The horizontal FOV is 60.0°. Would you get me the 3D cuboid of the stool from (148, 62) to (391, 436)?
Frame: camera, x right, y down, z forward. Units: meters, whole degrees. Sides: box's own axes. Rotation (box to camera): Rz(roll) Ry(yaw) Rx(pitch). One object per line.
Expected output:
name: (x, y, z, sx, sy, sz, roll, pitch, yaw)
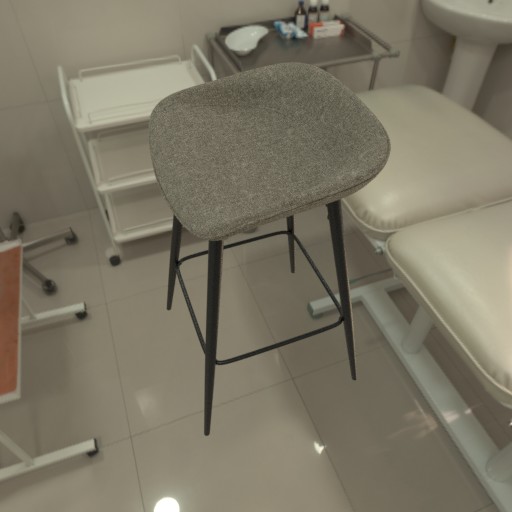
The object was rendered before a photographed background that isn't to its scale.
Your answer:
stool: (0.000, 0.000, 1.129, 0.480, 0.814, 0.469, -16, 49, -14)
